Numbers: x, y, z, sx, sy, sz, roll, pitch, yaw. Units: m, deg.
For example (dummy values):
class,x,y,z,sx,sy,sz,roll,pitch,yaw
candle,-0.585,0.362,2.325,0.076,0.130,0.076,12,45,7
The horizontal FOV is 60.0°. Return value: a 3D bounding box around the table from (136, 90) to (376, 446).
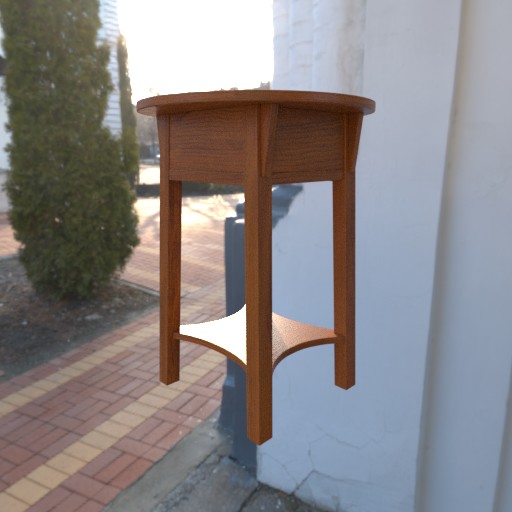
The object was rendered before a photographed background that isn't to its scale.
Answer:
class,x,y,z,sx,sy,sz,roll,pitch,yaw
table,0.000,0.000,0.944,0.457,0.610,0.457,0,13,0
